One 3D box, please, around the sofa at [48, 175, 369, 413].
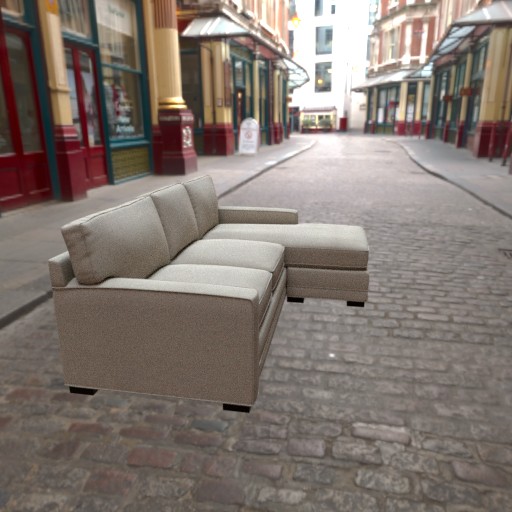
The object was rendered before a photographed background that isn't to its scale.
[{"bbox_3d":[0.000,0.000,2.865,1.496,0.861,2.087,3,17,10],"label":"sofa"}]
